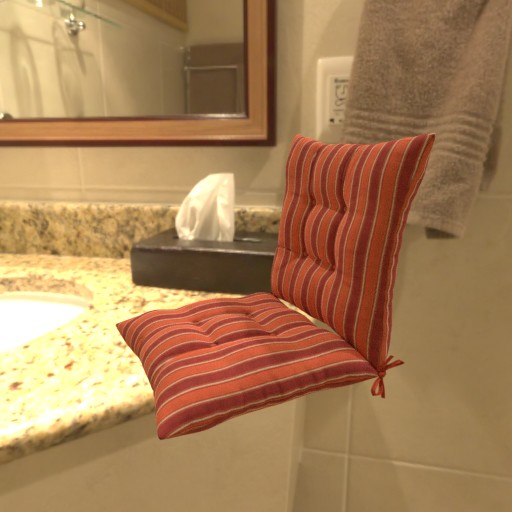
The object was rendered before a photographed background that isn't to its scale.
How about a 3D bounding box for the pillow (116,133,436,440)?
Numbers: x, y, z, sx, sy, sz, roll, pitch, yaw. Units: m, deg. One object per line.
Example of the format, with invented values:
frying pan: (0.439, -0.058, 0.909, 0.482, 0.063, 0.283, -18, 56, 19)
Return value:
pillow: (0.000, 0.000, 1.002, 0.585, 0.536, 0.541, -7, 17, -24)
